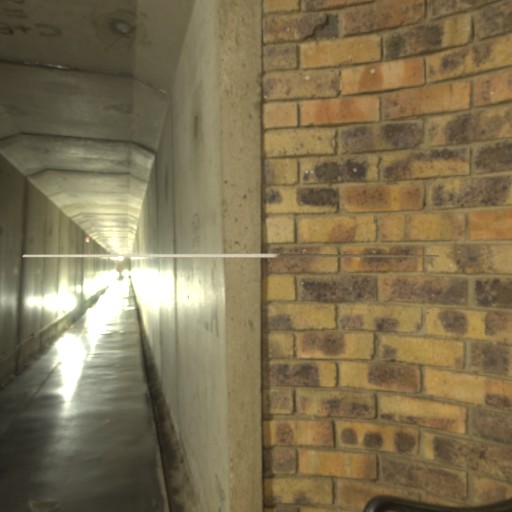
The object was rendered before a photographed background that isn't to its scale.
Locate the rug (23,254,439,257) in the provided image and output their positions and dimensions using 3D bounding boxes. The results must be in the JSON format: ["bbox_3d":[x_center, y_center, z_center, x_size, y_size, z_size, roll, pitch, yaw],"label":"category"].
[{"bbox_3d":[0.000,0.000,3.989,2.430,0.018,2.976,0,0,36],"label":"rug"}]
